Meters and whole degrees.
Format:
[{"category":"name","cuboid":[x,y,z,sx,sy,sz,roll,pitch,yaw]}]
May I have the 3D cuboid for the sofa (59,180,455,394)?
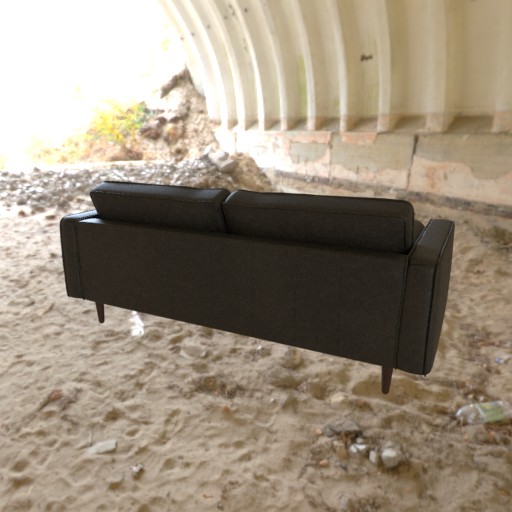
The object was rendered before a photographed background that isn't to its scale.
[{"category":"sofa","cuboid":[0.000,0.000,2.338,1.879,0.770,0.921,8,18,25]}]
